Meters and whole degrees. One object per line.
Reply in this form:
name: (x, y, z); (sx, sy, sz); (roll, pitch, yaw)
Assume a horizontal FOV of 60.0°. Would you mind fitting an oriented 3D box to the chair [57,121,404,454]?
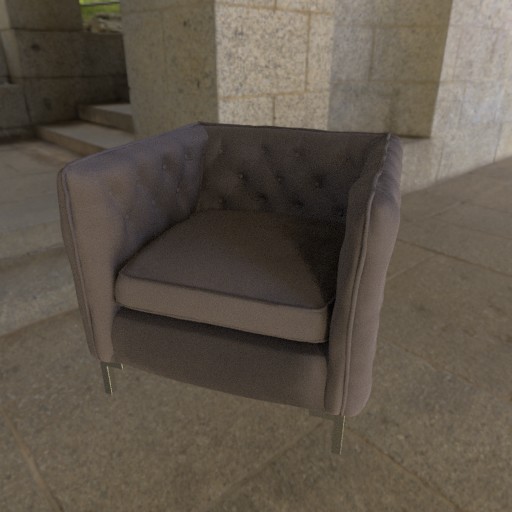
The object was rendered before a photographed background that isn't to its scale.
chair: (0.000, 0.000, 1.609); (0.946, 0.807, 0.913); (8, 26, 17)
